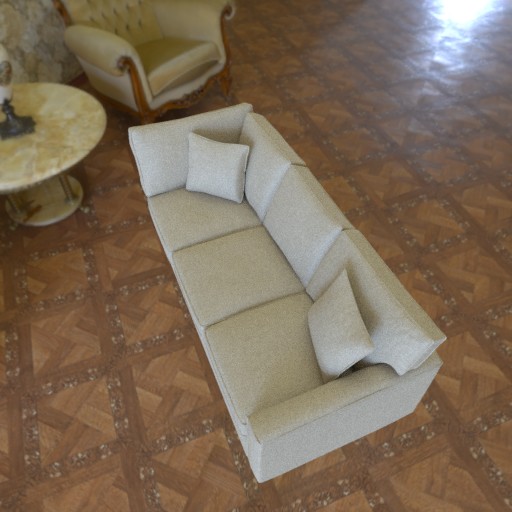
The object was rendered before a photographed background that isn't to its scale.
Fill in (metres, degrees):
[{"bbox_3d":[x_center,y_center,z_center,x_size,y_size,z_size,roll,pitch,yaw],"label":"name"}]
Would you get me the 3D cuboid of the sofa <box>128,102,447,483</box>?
[{"bbox_3d":[0.000,0.000,2.872,1.053,0.948,2.323,-17,50,-15],"label":"sofa"}]
